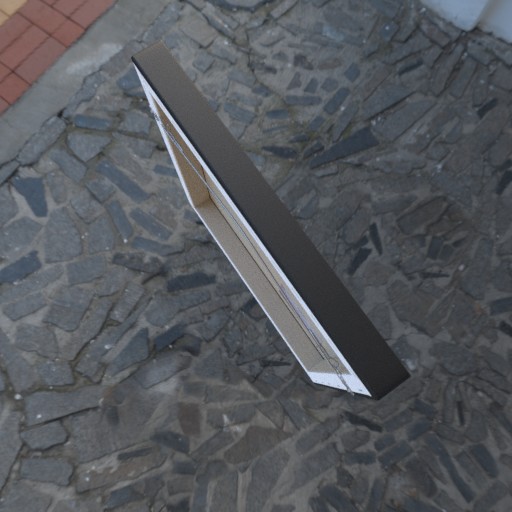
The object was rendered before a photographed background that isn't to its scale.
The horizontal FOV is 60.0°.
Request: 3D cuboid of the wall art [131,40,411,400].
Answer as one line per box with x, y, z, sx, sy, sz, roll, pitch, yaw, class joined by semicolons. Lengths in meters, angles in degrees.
0.000;0.000;0.607;0.041;0.407;0.406;-34;78;-8;wall art
